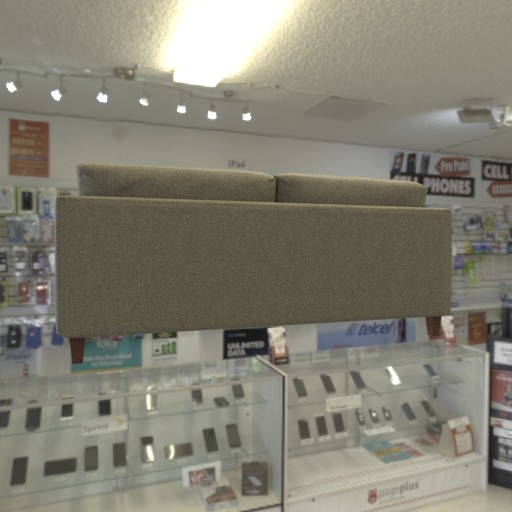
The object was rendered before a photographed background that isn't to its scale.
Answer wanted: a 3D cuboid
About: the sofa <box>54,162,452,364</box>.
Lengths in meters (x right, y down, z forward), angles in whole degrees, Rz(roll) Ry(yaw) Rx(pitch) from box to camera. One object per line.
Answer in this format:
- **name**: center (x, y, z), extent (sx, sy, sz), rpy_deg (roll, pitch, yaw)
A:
- **sofa**: center (0.000, 0.000, 2.753), extent (2.208, 0.960, 0.956), rpy_deg (0, 1, -18)
